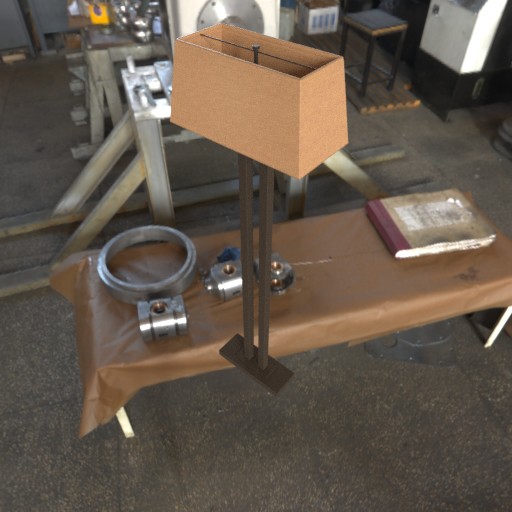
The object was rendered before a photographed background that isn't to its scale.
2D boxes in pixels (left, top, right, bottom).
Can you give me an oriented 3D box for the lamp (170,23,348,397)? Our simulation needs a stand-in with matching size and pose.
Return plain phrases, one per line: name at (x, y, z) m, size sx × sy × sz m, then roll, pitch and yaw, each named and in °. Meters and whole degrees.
lamp at (0.000, 0.000, 1.624) m, size 0.475 × 1.469 × 0.233 m, roll 30°, pitch 52°, yaw 27°
